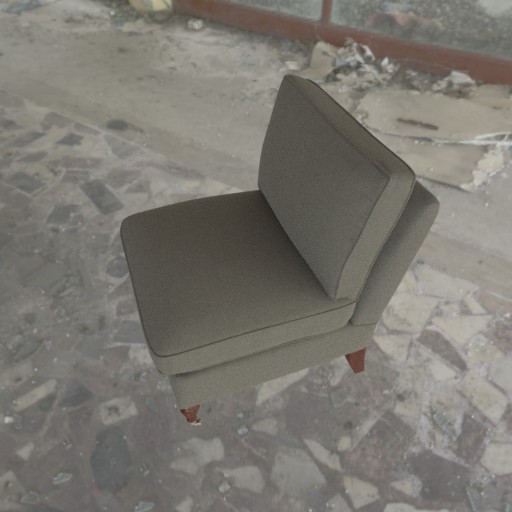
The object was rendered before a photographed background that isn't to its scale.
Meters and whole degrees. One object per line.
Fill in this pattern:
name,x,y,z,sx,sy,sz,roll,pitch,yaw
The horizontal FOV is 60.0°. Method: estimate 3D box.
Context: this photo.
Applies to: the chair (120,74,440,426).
chair,0.000,0.000,1.672,0.924,1.045,0.724,-15,47,-15
